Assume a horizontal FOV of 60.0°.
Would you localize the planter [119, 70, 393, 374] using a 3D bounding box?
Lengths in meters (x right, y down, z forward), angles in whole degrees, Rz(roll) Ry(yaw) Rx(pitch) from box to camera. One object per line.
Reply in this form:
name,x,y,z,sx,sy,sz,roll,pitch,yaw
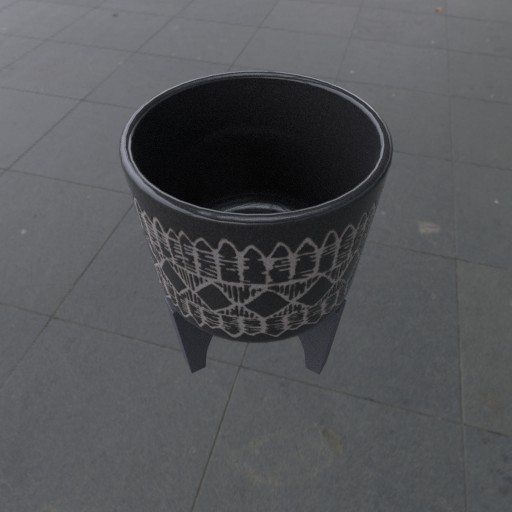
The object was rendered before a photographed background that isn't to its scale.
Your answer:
planter,0.000,0.000,0.276,0.129,0.177,0.129,0,47,0
